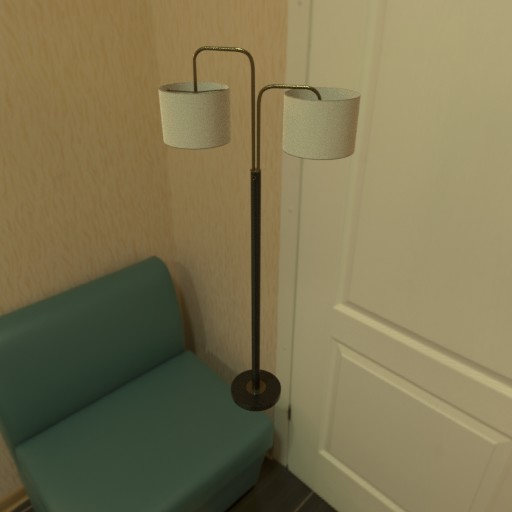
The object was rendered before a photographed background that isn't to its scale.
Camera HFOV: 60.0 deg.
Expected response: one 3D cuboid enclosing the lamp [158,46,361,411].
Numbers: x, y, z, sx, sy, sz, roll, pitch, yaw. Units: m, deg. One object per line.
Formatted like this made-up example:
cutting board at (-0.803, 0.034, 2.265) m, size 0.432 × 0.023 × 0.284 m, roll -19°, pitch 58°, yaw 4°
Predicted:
lamp at (0.000, 0.000, 1.860) m, size 0.711 × 1.587 × 0.254 m, roll 8°, pitch 31°, yaw 13°
